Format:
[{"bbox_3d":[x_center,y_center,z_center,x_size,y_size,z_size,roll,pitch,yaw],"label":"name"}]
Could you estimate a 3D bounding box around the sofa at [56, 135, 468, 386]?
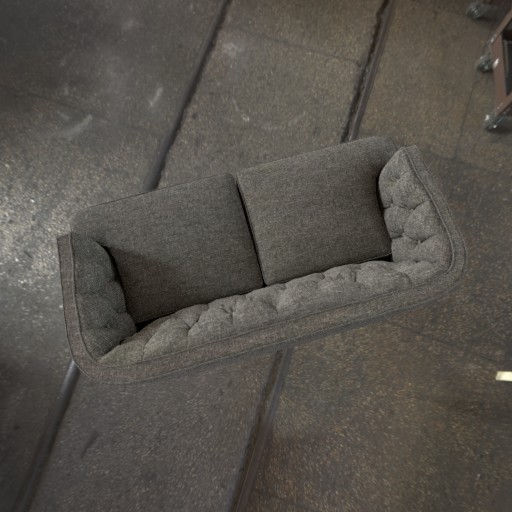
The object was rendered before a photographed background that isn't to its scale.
[{"bbox_3d":[0.000,0.000,2.222,1.733,0.855,0.941,-15,76,-4],"label":"sofa"}]
